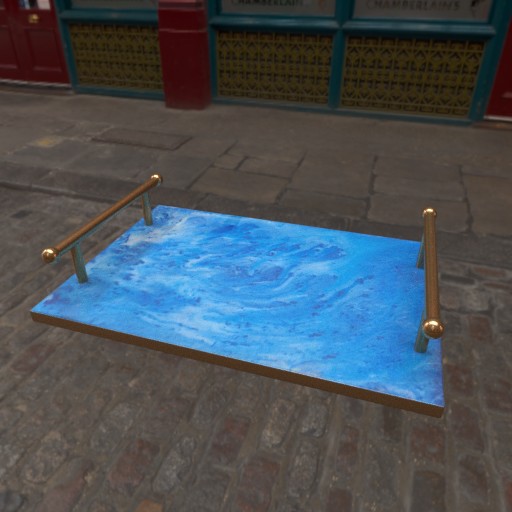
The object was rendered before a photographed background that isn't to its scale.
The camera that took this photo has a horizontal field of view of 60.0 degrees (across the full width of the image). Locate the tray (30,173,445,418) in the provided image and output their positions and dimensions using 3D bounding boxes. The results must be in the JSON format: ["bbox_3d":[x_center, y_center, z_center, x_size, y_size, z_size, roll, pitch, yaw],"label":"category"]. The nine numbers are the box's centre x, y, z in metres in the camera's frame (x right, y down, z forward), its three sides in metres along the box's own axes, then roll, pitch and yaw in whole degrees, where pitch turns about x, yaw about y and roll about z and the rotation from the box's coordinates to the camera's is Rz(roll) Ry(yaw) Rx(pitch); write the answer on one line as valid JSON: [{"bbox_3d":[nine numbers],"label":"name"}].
[{"bbox_3d":[0.000,0.000,0.554,0.444,0.084,0.304,9,32,15],"label":"tray"}]
